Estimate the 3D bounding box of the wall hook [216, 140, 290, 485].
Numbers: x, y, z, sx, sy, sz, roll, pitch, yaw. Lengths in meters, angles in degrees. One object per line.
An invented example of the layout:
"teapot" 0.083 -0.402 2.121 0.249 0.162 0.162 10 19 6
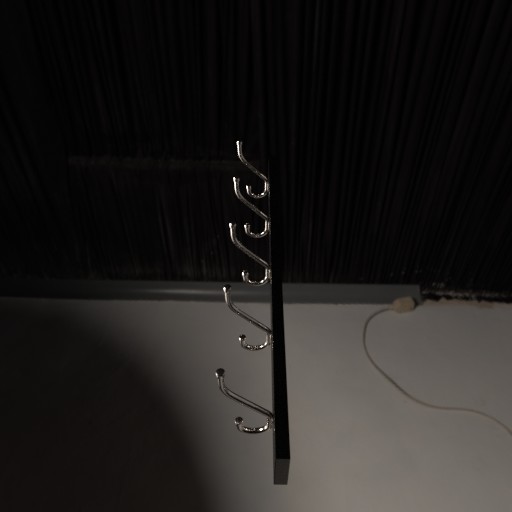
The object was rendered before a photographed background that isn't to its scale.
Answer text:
"wall hook" 0.000 0.000 0.627 0.071 0.117 0.571 0 41 0
